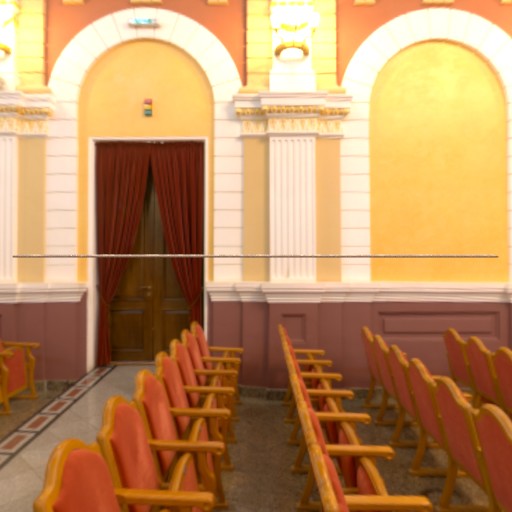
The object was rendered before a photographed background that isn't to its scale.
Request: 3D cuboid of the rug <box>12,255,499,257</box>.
[{"bbox_3d":[0.000,0.000,1.408,1.219,0.007,0.604,0,0,1],"label":"rug"}]
